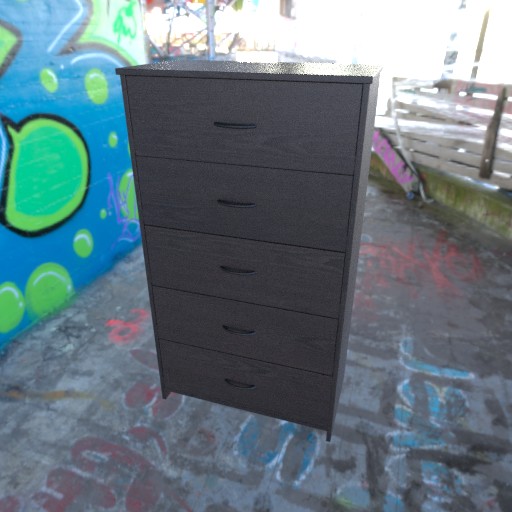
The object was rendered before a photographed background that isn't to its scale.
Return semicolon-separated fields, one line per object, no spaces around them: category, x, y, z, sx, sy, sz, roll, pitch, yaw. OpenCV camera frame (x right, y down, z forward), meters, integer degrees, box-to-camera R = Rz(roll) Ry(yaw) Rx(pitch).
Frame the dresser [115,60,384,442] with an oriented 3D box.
dresser;0.000;0.000;1.589;0.704;1.254;0.418;9;29;16
